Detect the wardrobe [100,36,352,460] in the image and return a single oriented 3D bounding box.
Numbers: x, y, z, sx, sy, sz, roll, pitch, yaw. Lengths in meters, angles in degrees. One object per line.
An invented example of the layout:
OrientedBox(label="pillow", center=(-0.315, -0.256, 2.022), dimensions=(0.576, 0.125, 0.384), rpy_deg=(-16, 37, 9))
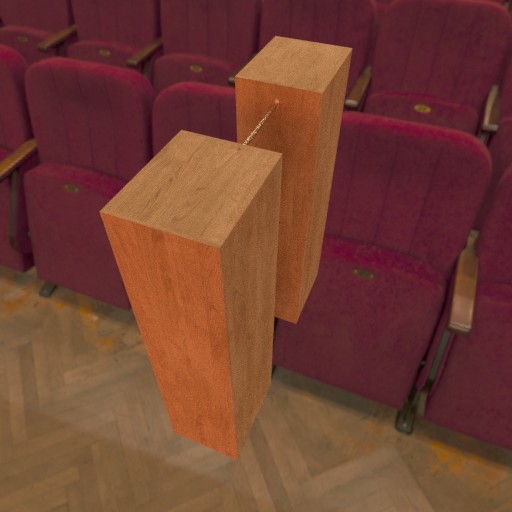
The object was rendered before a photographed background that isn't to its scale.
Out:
OrientedBox(label="wardrobe", center=(0.000, 0.000, 2.819), dimensions=(0.480, 2.000, 1.770), rpy_deg=(17, 49, 15))
